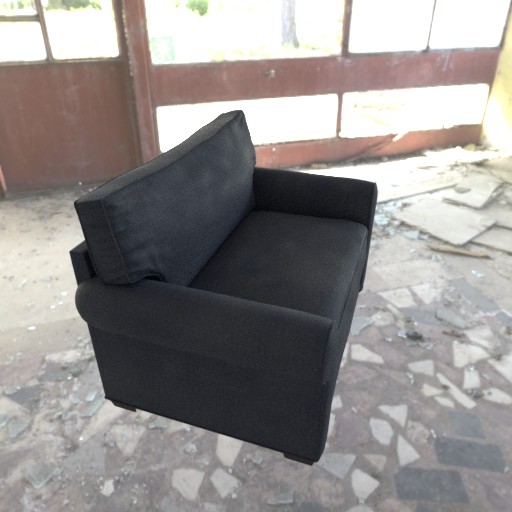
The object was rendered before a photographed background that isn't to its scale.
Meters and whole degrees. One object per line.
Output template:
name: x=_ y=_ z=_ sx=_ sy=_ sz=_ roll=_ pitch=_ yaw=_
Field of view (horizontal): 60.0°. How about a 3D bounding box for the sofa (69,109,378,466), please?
sofa: x=0.000 y=0.000 z=2.021 sx=0.938 sy=1.004 sz=1.405 roll=10 pitch=32 yaw=16
